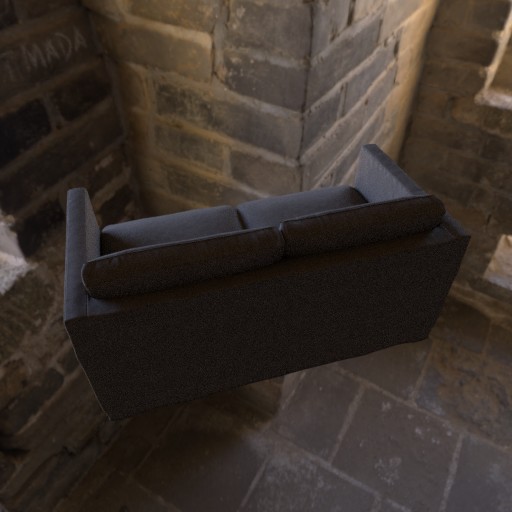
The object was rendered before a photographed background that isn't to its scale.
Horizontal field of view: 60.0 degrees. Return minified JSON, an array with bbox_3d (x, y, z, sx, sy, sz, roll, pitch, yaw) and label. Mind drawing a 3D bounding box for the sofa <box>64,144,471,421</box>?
[{"bbox_3d":[0.000,0.000,2.349,1.802,0.854,0.974,-11,43,-12],"label":"sofa"}]
